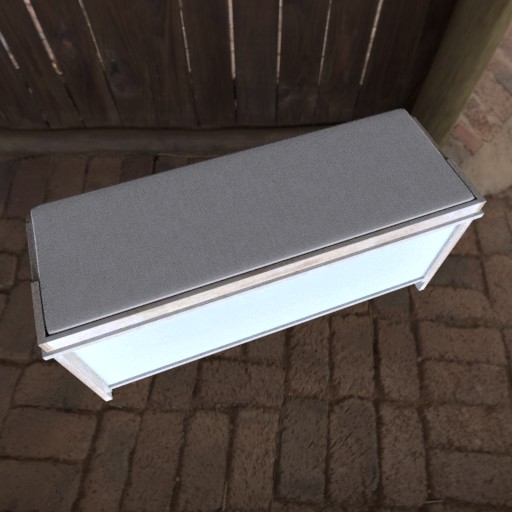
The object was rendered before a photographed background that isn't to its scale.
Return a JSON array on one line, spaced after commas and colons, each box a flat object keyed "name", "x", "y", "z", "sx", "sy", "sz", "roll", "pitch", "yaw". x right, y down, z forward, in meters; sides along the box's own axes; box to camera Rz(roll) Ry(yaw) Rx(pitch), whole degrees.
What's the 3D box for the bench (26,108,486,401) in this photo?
[{"name": "bench", "x": 0.000, "y": 0.000, "z": 1.341, "sx": 1.140, "sy": 0.501, "sz": 0.398, "roll": -17, "pitch": 60, "yaw": -10}]
